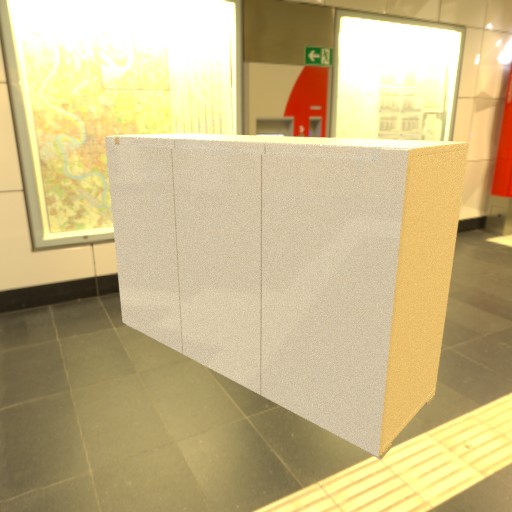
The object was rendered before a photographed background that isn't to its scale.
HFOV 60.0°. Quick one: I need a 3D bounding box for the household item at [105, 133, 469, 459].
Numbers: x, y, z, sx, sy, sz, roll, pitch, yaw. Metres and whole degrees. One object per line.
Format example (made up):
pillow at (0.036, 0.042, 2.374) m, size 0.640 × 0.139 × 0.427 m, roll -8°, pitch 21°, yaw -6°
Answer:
household item at (0.000, 0.000, 1.689) m, size 1.300 × 0.867 × 0.420 m, roll 15°, pitch 22°, yaw 40°
